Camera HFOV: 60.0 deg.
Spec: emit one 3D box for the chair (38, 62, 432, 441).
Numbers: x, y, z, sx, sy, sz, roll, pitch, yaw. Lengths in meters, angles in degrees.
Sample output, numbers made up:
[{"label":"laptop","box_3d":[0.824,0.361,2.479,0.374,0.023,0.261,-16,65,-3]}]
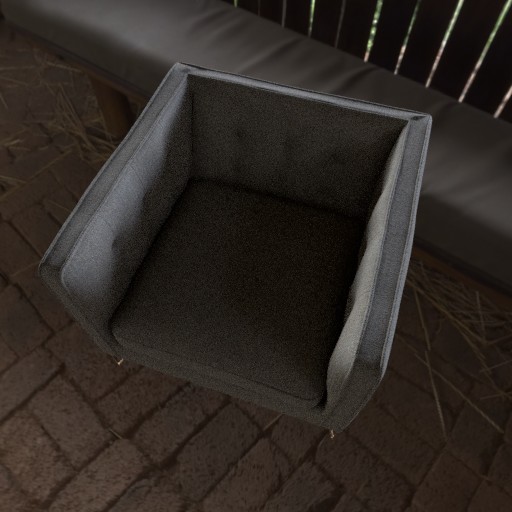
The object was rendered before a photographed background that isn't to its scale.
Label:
[{"label":"chair","box_3d":[0.000,0.000,1.584,0.920,0.799,0.912,16,59,10]}]
